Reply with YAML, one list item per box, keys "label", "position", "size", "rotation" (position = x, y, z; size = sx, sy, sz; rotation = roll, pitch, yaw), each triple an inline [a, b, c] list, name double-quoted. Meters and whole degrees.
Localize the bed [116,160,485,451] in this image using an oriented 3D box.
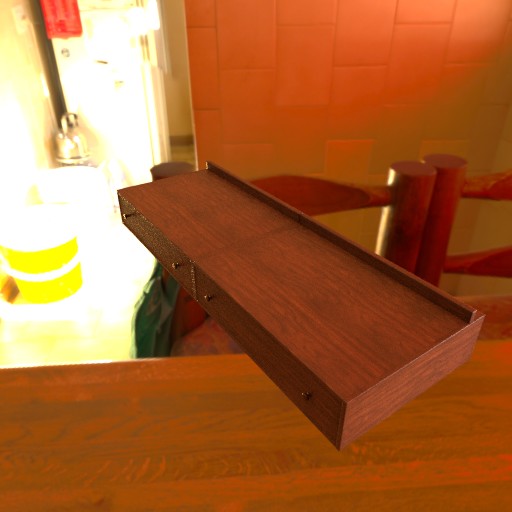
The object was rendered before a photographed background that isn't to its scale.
- label: "bed"
  position: [0.000, 0.000, 2.345]
  size: [0.787, 0.326, 2.057]
  rotation: [-20, 37, -29]
